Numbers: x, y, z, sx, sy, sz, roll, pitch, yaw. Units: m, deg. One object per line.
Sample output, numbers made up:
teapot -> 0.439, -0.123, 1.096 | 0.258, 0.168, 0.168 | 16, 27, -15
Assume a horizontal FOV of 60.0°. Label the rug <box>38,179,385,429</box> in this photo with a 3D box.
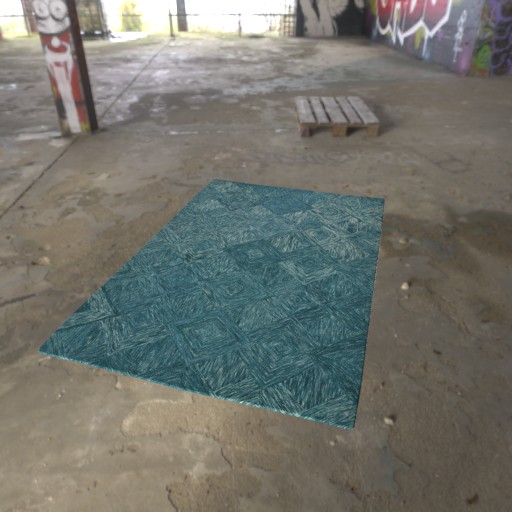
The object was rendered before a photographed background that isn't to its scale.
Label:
rug -> 0.000, 0.000, 2.149 | 1.136, 0.017, 1.728 | 9, 33, 14
